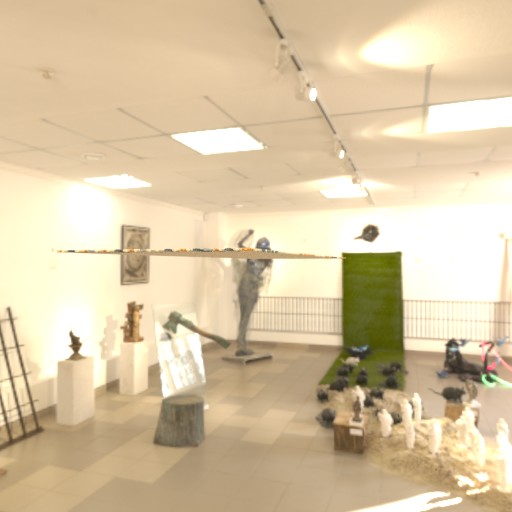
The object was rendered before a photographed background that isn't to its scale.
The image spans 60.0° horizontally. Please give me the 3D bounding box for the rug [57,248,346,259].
[{"bbox_3d":[0.000,0.000,2.700,0.783,0.010,2.437,0,-1,19],"label":"rug"}]
